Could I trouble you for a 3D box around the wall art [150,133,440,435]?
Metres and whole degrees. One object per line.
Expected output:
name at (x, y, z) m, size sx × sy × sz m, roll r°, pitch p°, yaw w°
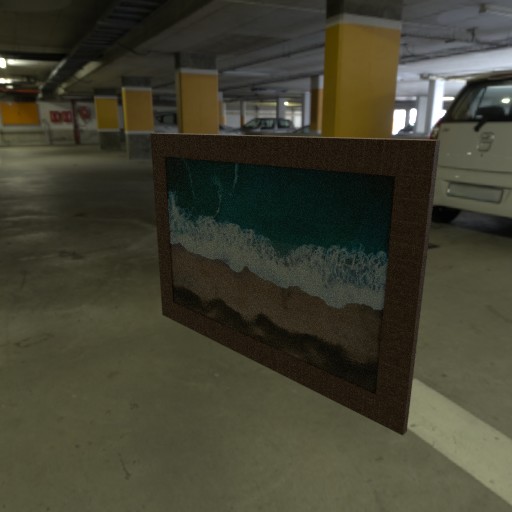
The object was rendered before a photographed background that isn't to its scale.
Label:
wall art at (0.000, 0.000, 1.195) m, size 0.917 × 0.626 × 0.019 m, roll 16°, pitch 23°, yaw 42°
